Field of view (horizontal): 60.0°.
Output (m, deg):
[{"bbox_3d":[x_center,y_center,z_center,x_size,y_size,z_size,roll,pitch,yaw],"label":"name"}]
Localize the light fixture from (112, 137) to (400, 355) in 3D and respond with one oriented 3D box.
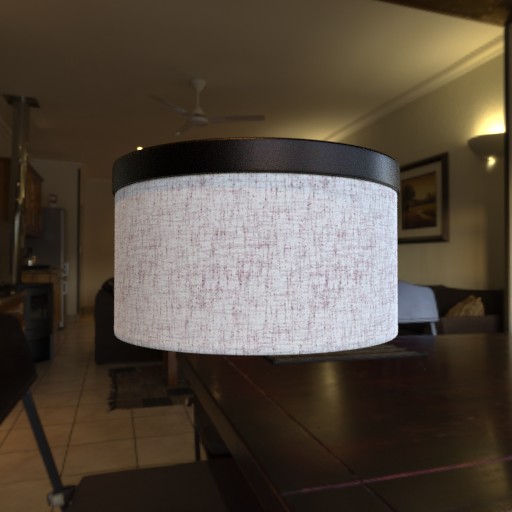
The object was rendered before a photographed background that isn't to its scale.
[{"bbox_3d":[0.000,0.000,0.629,0.389,0.229,0.389,0,-1,0],"label":"light fixture"}]
